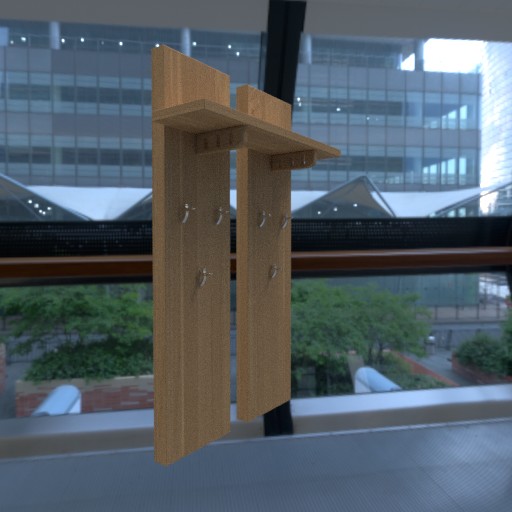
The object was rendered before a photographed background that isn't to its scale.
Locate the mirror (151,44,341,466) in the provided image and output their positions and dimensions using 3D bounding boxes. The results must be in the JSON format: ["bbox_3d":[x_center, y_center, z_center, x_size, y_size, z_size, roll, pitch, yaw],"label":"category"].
[{"bbox_3d":[0.000,0.000,1.551,0.260,1.250,0.800,1,2,36],"label":"mirror"}]
